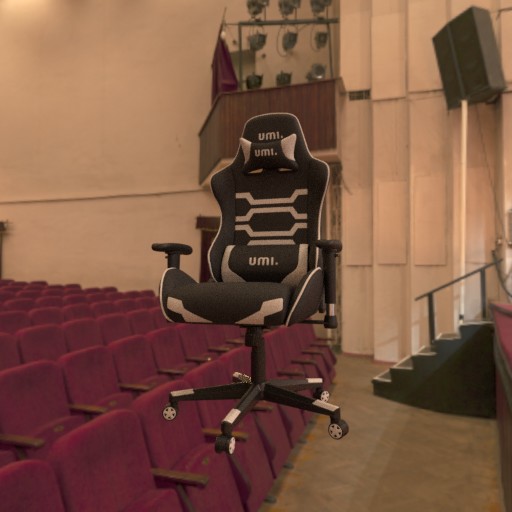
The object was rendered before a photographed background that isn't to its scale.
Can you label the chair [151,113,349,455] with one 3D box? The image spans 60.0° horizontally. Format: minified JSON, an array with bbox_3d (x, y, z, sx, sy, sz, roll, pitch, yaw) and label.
[{"bbox_3d":[0.000,0.000,1.689,0.700,1.240,0.700,-1,-2,17],"label":"chair"}]
